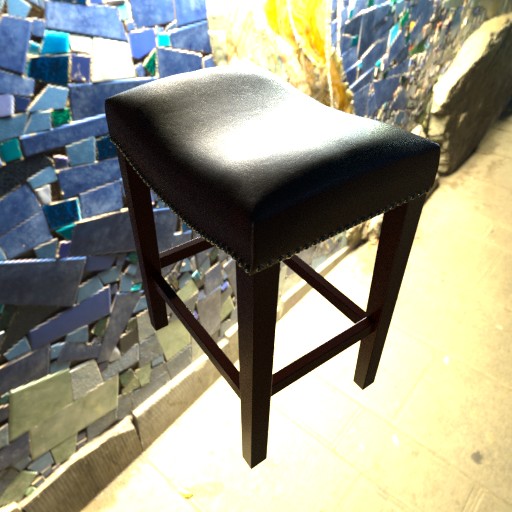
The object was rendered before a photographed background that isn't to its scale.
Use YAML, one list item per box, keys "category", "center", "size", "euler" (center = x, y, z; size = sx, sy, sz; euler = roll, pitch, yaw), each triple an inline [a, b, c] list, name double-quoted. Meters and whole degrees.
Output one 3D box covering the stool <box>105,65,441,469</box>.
- category: "stool"
  center: [0.000, 0.000, 0.948]
  size: [0.372, 0.657, 0.504]
  euler: [-24, 45, -26]
